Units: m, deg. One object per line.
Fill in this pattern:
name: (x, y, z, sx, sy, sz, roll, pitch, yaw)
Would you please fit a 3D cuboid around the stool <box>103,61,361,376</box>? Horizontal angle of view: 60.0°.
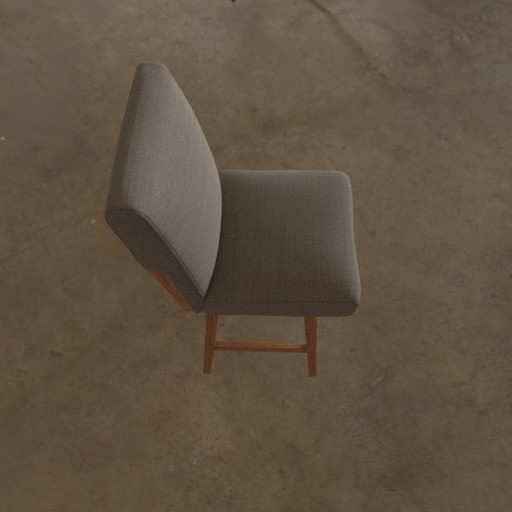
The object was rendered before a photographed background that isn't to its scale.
stool: (0.000, 0.000, 1.381, 0.570, 1.112, 0.483, 1, 62, 1)
